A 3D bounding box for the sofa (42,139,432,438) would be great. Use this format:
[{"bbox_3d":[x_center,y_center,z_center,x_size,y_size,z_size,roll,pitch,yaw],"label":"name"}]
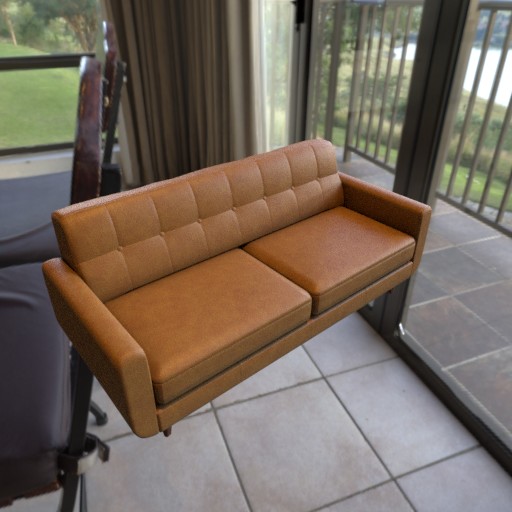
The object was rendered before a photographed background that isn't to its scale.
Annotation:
[{"bbox_3d":[0.000,0.000,2.624,2.137,0.892,0.980,-24,39,-33],"label":"sofa"}]
